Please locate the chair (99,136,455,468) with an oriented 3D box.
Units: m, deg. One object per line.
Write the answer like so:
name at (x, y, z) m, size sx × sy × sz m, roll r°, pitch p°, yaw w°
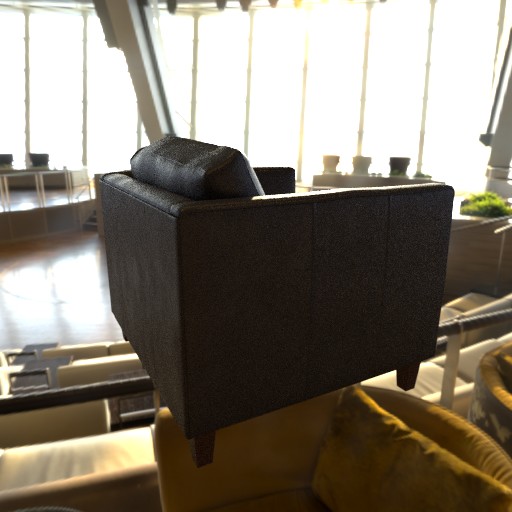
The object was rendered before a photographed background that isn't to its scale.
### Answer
chair at (0.000, 0.000, 1.553) m, size 0.862 × 0.811 × 0.939 m, roll -8°, pitch 17°, yaw -27°
